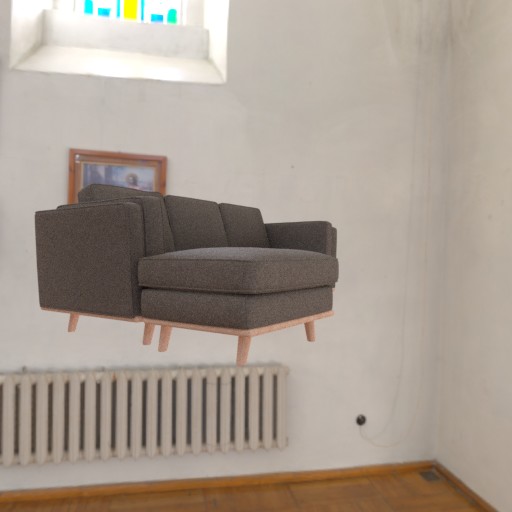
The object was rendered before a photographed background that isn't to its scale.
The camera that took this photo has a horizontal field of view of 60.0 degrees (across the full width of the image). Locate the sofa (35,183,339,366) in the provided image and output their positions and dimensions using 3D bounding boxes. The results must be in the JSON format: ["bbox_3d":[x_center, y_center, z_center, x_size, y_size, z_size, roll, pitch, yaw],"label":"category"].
[{"bbox_3d":[0.000,0.000,3.153,1.604,0.929,2.411,0,0,35],"label":"sofa"}]
